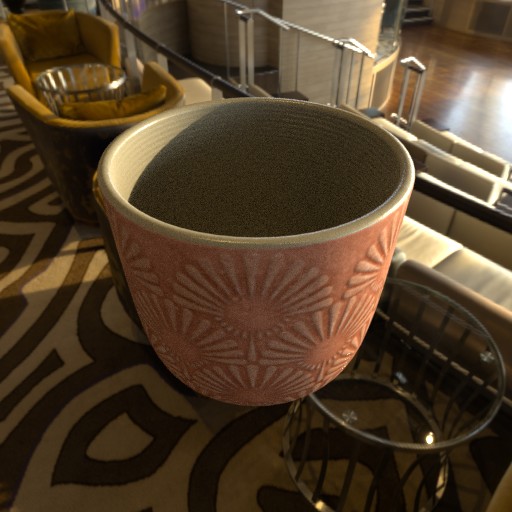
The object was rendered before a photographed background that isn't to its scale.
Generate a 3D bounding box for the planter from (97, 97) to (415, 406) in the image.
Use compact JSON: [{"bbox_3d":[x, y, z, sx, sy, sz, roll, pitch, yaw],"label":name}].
[{"bbox_3d":[0.000,0.000,0.212,0.124,0.109,0.124,0,39,0],"label":"planter"}]
